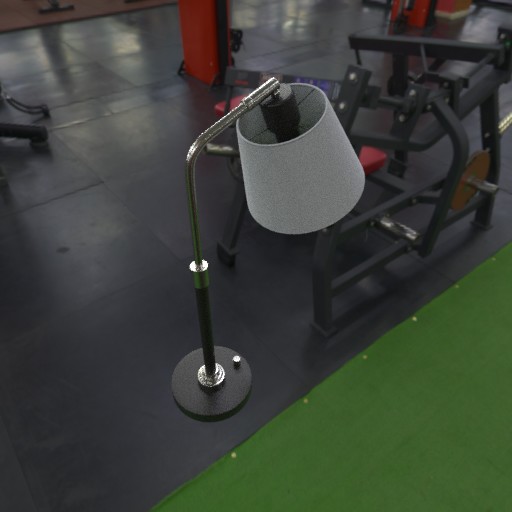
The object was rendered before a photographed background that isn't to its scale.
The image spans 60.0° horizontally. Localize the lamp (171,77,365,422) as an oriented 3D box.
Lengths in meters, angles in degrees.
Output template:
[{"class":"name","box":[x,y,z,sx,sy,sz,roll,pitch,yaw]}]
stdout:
[{"class":"lamp","box":[0.000,0.000,0.696,0.348,0.539,0.181,-25,47,-26]}]
